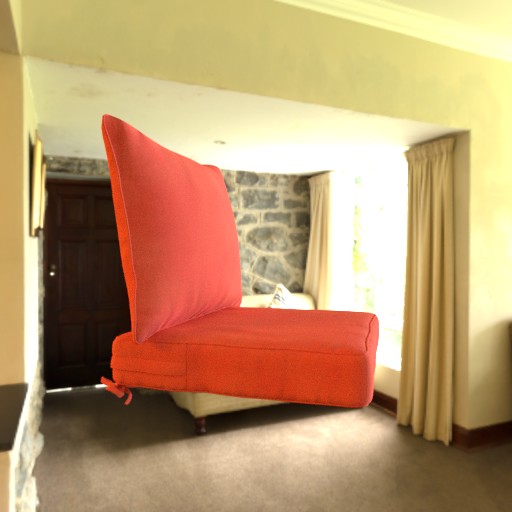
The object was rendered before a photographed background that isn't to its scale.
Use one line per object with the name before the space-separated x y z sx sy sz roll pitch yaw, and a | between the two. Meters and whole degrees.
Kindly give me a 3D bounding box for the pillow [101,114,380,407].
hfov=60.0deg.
pillow | 0.000 0.000 1.384 0.733 0.725 0.798 0 1 17
